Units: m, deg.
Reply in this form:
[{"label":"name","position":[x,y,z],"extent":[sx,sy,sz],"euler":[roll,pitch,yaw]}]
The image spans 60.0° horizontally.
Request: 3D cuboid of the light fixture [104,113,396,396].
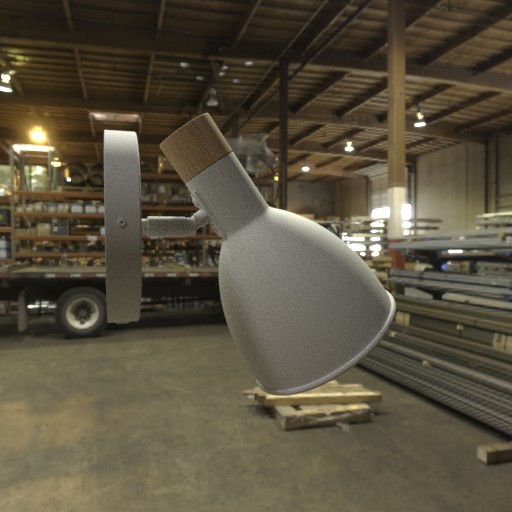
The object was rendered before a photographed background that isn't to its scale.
[{"label":"light fixture","position":[0.000,0.000,0.325],"extent":[0.209,0.199,0.127],"euler":[0,1,-18]}]
